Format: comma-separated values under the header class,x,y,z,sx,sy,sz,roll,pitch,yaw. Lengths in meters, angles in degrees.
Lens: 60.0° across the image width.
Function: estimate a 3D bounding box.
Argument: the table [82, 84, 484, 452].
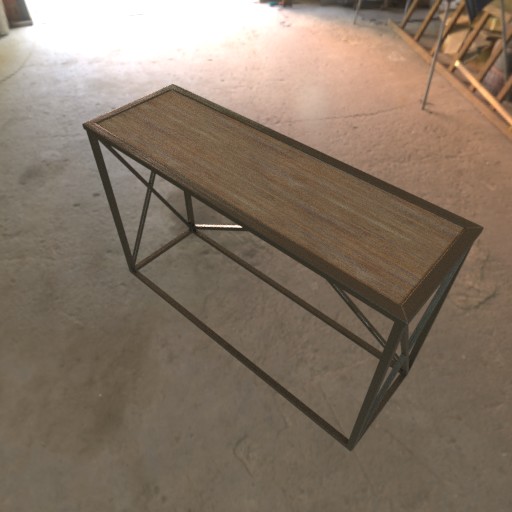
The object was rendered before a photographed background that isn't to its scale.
class,x,y,z,sx,sy,sz,roll,pitch,yaw
table,0.000,0.000,1.588,1.216,0.753,0.402,33,55,27
